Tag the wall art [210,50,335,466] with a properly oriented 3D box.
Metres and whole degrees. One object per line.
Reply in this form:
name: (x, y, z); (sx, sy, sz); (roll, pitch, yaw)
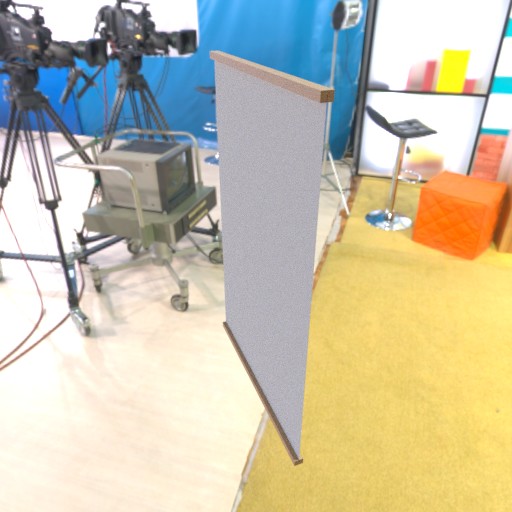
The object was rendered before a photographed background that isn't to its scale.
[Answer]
wall art: (0.000, 0.000, 0.767); (0.016, 0.611, 0.401); (-11, 32, -18)
